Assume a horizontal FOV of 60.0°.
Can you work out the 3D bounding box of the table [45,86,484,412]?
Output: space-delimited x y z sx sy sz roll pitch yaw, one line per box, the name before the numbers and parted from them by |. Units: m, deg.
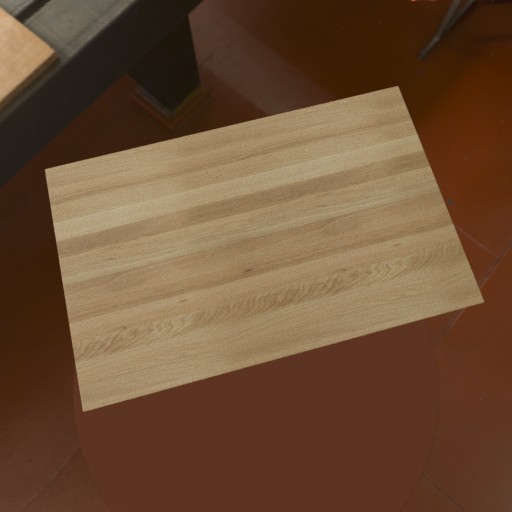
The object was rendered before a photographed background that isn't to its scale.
table | 0.000 0.000 1.501 1.100 0.510 0.700 -14 76 -4
